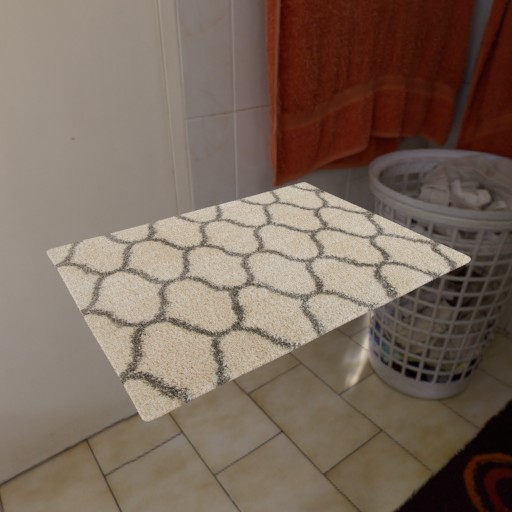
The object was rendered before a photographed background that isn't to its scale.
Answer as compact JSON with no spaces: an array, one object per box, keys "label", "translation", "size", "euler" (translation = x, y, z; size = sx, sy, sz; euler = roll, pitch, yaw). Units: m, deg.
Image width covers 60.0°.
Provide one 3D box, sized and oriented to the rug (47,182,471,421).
[{"label":"rug","translation":[0.000,0.000,2.077],"size":[1.600,0.025,1.200],"euler":[-19,35,-30]}]
